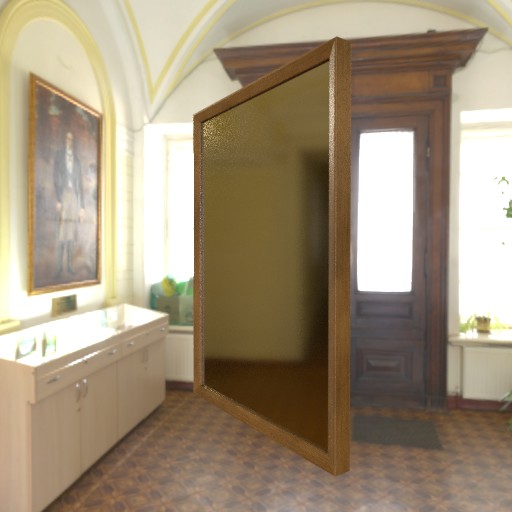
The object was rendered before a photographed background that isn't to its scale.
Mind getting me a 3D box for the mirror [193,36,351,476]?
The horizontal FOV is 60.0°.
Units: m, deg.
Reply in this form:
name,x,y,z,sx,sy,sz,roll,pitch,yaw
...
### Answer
name,x,y,z,sx,sy,sz,roll,pitch,yaw
mirror,0.000,0.000,0.933,0.039,0.711,0.508,-1,1,-35
